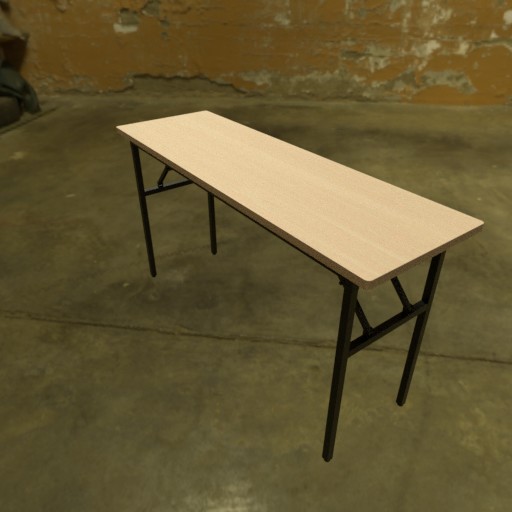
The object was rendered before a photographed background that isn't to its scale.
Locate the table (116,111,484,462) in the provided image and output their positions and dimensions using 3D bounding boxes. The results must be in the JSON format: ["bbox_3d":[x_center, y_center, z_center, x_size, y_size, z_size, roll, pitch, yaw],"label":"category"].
[{"bbox_3d":[0.000,0.000,1.709,0.447,0.750,1.397,-21,38,-30],"label":"table"}]
